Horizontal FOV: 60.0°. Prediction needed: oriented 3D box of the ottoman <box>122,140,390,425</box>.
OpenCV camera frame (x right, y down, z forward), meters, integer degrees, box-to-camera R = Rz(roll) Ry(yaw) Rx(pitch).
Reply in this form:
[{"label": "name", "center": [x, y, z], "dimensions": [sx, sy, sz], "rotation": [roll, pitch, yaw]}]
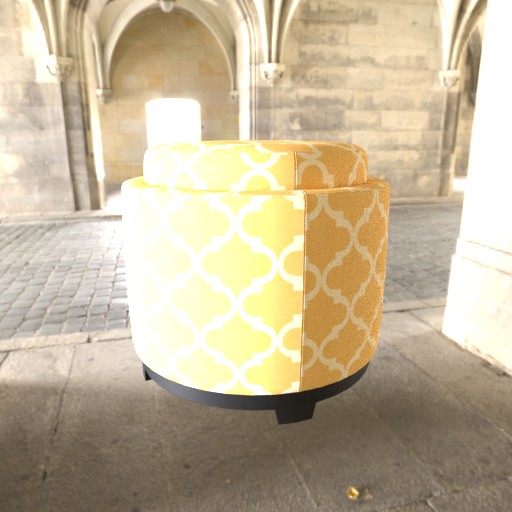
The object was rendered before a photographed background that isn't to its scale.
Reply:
[{"label": "ottoman", "center": [0.000, 0.000, 0.849], "dimensions": [0.480, 0.429, 0.480], "rotation": [0, 15, 0]}]
